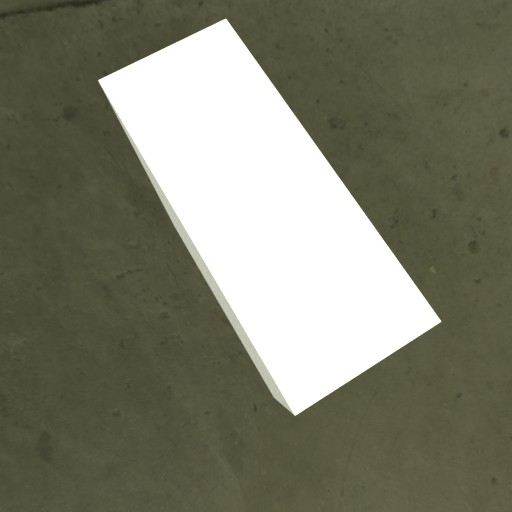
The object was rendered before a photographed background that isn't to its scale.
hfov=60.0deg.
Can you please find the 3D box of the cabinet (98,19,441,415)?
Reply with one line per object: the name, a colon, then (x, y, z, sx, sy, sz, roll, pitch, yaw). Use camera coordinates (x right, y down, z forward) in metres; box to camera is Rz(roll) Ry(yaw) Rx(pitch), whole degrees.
cabinet: (0.000, 0.000, 1.685, 0.400, 1.190, 1.000, -30, 76, -8)
